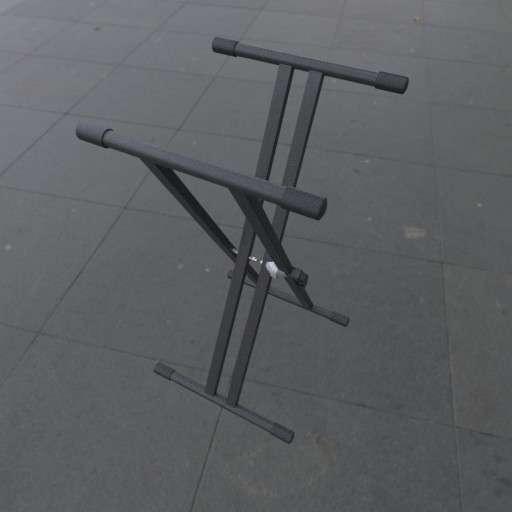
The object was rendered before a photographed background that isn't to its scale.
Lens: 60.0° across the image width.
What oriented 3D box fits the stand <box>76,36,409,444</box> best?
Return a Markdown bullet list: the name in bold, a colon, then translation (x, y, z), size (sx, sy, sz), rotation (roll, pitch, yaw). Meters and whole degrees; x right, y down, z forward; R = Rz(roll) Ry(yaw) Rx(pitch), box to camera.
- **stand**: translation (0.000, 0.000, 1.199), size (0.495, 0.900, 0.503), rotation (21, 50, 19)
